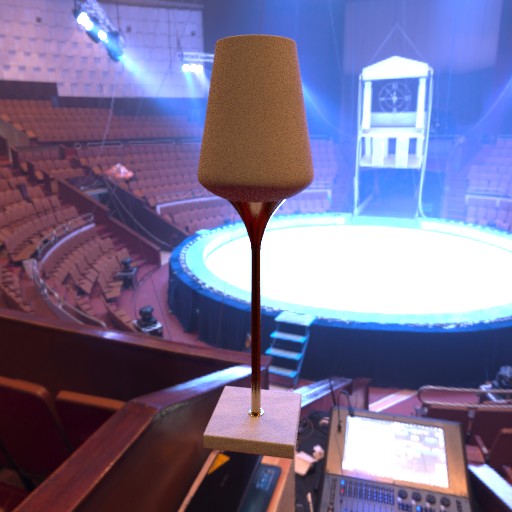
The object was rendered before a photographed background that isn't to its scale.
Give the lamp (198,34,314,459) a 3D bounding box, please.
[{"bbox_3d":[0.000,0.000,0.726,0.181,0.639,0.181,3,15,10],"label":"lamp"}]
